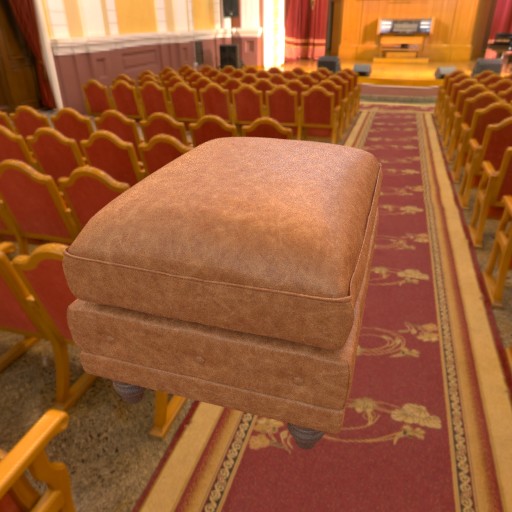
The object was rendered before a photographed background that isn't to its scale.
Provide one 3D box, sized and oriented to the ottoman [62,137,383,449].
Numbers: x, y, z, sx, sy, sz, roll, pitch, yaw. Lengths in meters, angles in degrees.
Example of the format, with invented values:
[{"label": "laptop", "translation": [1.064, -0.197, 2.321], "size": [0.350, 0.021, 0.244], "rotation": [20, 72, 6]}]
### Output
[{"label": "ottoman", "translation": [0.000, 0.000, 1.059], "size": [0.533, 0.480, 0.710], "rotation": [8, 29, 15]}]
